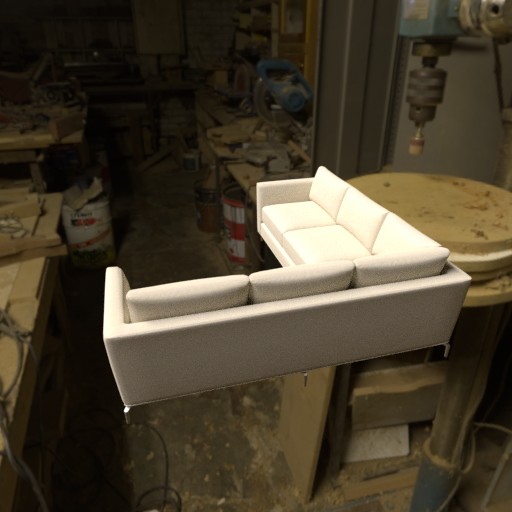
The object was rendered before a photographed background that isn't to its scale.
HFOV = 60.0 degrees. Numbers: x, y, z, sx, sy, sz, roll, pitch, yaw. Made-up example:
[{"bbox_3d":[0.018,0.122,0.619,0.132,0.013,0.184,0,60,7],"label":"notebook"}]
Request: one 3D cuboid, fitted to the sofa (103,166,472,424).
[{"bbox_3d":[0.000,0.000,3.894,2.448,0.867,2.430,-7,28,-14],"label":"sofa"}]
